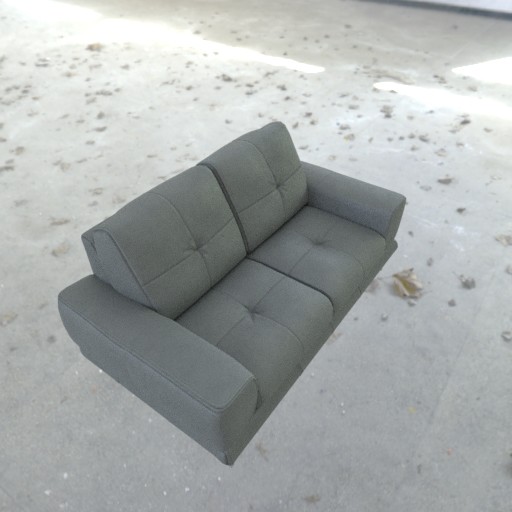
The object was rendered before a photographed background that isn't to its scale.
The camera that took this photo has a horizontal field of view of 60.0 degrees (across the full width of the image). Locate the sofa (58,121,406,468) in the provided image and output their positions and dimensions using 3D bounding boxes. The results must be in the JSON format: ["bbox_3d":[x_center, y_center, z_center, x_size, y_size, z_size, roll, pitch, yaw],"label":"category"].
[{"bbox_3d":[0.000,0.000,2.390,1.018,0.907,1.806,25,47,26],"label":"sofa"}]
